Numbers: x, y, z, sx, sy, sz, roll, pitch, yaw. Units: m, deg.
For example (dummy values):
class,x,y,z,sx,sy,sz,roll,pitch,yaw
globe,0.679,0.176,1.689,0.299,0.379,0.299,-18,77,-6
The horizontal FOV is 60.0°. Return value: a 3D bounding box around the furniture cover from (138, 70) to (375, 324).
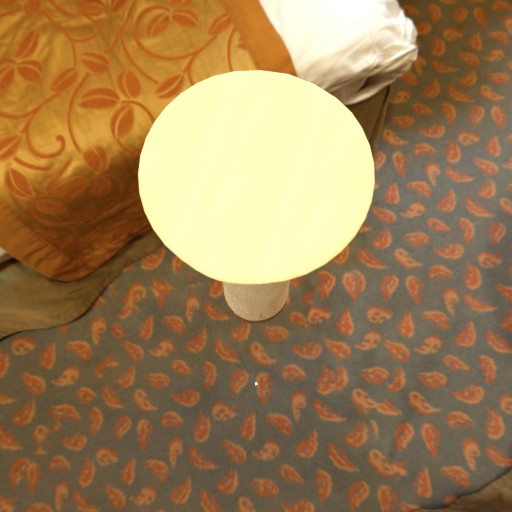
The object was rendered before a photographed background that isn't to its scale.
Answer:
class,x,y,z,sx,sy,sz,roll,pitch,yaw
furniture cover,0.000,0.000,2.862,0.914,2.413,0.914,16,75,5
